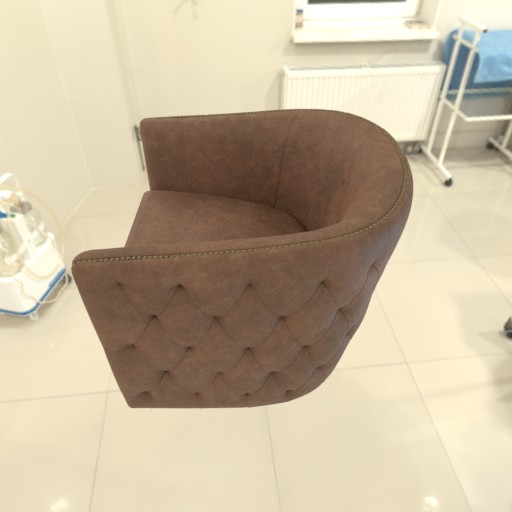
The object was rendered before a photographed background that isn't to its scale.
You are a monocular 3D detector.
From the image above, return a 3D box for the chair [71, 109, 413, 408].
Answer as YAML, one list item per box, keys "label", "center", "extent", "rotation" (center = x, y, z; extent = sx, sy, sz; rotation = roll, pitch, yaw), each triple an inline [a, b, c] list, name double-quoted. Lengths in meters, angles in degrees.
- label: "chair"
  center: [0.000, 0.000, 1.525]
  extent: [0.870, 0.790, 0.850]
  rotation: [0, 41, 0]
